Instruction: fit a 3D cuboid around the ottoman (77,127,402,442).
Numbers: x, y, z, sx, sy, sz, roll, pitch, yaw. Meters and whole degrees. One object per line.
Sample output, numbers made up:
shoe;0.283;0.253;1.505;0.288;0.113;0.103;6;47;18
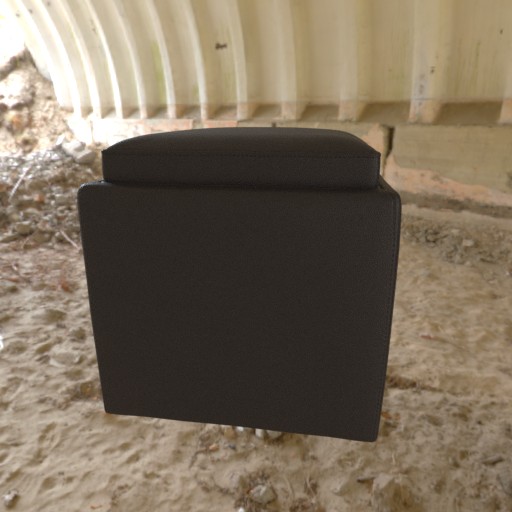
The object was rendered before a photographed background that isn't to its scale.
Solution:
ottoman;0.000;0.000;0.826;0.451;0.460;0.450;3;18;9
